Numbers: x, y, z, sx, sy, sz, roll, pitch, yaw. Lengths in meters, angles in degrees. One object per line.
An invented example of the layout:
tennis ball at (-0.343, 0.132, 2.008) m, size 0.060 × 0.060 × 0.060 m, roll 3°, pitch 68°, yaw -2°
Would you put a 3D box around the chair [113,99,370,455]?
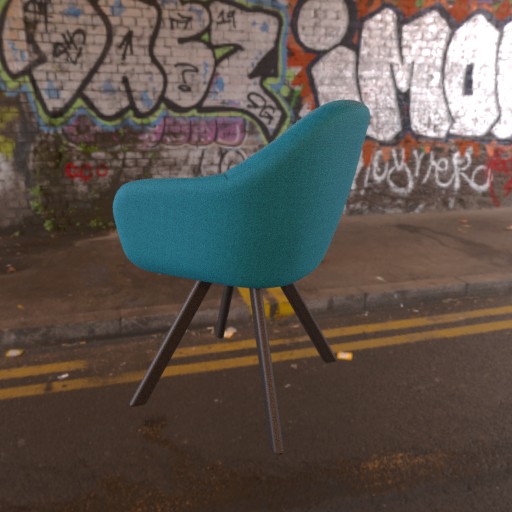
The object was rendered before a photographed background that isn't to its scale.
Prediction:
chair at (0.000, 0.000, 1.208) m, size 0.550 × 0.795 × 0.590 m, roll 8°, pitch 18°, yaw 24°
